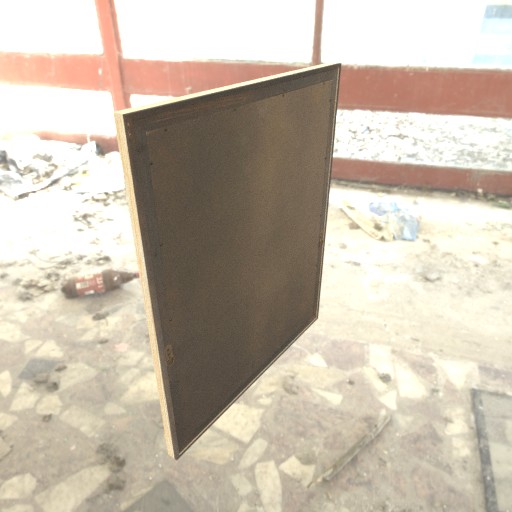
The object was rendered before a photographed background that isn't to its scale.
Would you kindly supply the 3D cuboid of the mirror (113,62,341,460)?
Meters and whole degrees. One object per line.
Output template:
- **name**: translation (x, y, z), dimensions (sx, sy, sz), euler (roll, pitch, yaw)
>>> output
- **mirror**: translation (0.000, 0.000, 1.187), dimensions (0.032, 0.882, 0.730), euler (21, 37, 31)
